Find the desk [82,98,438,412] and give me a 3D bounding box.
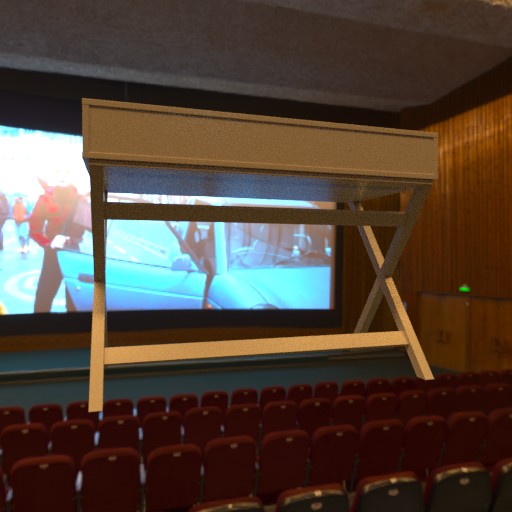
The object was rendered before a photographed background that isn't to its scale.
[{"bbox_3d":[0.000,0.000,1.494,1.059,0.780,0.509,0,0,-17],"label":"desk"}]
